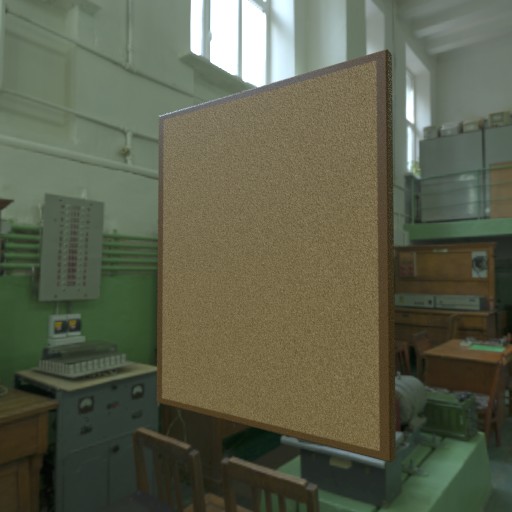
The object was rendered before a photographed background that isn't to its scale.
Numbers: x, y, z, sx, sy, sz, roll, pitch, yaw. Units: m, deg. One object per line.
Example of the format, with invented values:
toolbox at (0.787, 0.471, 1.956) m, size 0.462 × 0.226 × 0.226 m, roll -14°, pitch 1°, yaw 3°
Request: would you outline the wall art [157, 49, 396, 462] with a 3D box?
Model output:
wall art at (0.000, 0.000, 0.726) m, size 0.449 × 0.550 × 0.021 m, roll -1°, pitch -2°, yaw 36°
